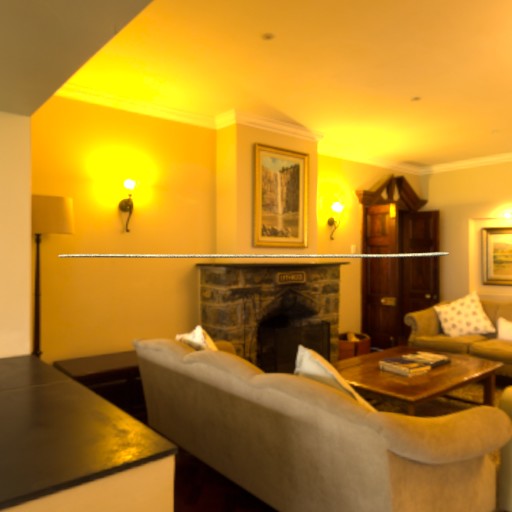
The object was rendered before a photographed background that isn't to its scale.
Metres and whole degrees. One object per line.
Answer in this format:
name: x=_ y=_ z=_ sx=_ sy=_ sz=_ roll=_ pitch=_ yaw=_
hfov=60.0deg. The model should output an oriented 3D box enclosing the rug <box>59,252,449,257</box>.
rug: x=0.000 y=0.000 z=2.953 sx=1.527 sy=0.021 sz=2.447 roll=0 pitch=0 yaw=1
